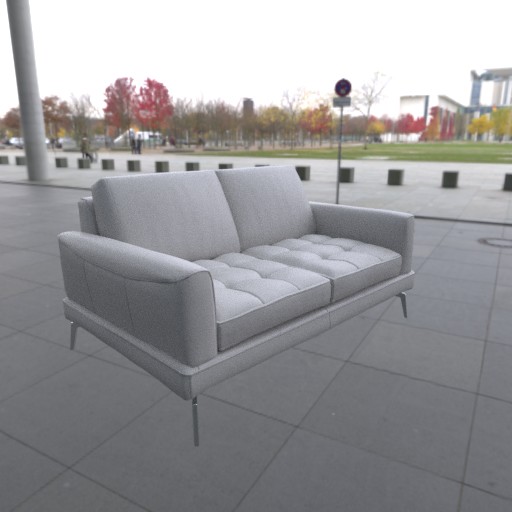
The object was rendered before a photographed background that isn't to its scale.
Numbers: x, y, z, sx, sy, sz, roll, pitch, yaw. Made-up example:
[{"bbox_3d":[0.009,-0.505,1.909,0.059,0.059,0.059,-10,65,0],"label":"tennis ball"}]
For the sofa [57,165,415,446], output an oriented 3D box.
[{"bbox_3d":[0.000,0.000,2.503,1.121,0.930,1.819,14,21,43],"label":"sofa"}]
